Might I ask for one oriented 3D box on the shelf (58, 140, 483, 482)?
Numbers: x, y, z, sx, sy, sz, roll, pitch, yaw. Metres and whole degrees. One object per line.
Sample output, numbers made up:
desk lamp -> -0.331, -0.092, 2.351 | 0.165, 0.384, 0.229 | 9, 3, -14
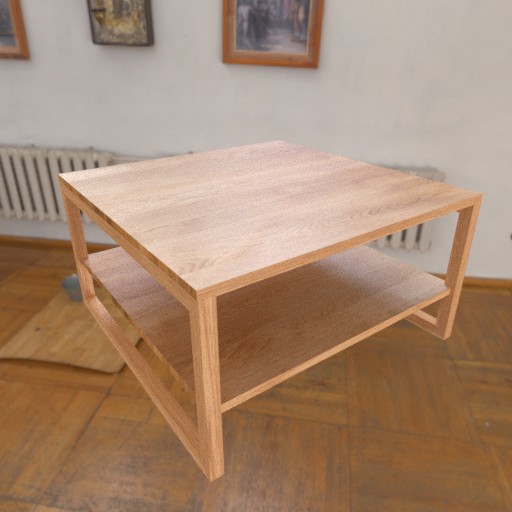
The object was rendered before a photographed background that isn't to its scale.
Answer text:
shelf -> 0.000, 0.000, 1.417 | 0.899, 0.480, 0.899 | -18, 31, -32
